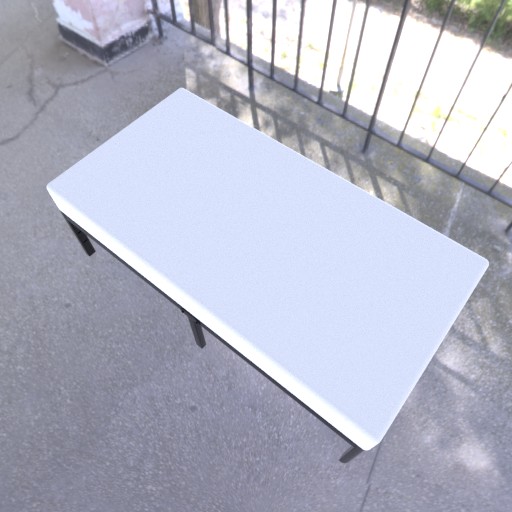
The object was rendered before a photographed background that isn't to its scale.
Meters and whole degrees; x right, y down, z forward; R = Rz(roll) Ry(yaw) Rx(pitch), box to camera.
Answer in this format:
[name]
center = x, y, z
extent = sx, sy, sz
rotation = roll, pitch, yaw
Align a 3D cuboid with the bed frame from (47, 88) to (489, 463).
[bed frame]
center = 0.000, 0.000, 2.402
extent = 1.950, 0.659, 1.023
rotation = 34, 64, 19
